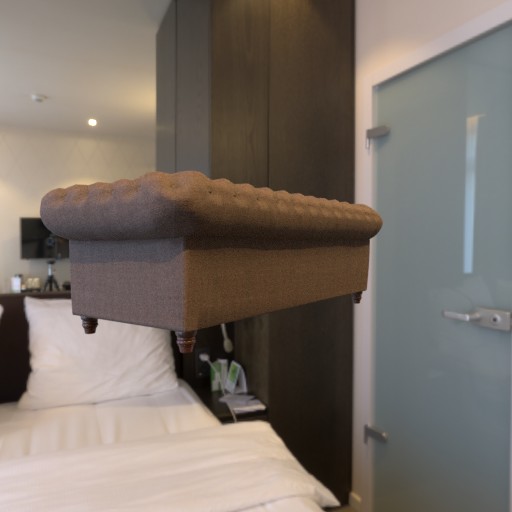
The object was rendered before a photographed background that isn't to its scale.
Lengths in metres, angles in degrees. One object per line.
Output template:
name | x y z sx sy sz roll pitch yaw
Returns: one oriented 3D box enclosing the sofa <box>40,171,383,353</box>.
sofa | 0.000 0.000 2.868 0.944 0.787 2.385 1 2 35
